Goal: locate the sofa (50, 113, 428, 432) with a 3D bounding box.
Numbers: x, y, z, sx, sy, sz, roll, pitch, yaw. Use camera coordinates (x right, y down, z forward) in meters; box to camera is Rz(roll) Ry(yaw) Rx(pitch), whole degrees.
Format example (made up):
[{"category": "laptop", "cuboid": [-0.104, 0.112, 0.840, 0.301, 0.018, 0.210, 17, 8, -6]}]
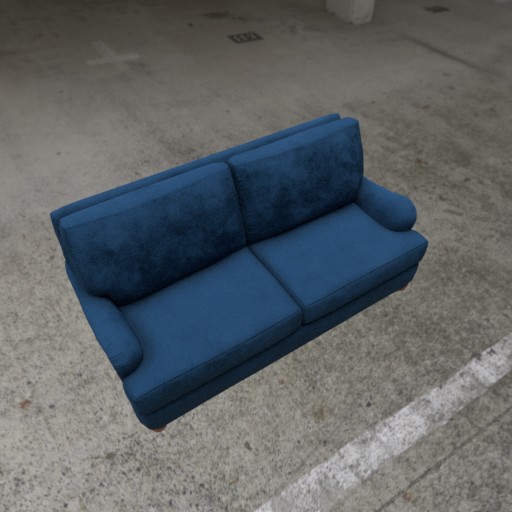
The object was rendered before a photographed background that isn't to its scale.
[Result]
[{"category": "sofa", "cuboid": [0.000, 0.000, 2.841, 2.141, 1.101, 1.084, -25, 51, -22]}]
